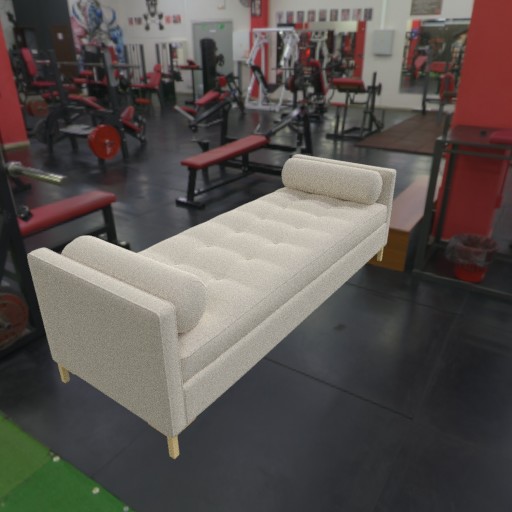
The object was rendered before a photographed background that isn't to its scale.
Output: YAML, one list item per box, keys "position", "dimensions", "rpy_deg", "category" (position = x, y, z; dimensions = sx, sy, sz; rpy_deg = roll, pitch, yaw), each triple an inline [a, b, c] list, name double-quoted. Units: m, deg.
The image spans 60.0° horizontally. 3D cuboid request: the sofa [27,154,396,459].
- position: [0.000, 0.000, 2.325]
  dimensions: [0.746, 0.641, 1.985]
  rpy_deg: [18, 31, 32]
  category: "sofa"
